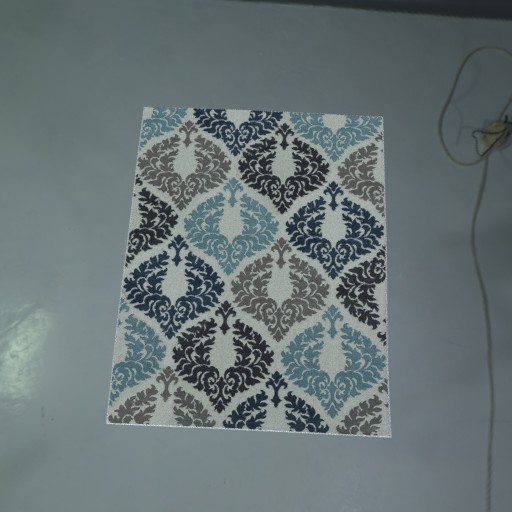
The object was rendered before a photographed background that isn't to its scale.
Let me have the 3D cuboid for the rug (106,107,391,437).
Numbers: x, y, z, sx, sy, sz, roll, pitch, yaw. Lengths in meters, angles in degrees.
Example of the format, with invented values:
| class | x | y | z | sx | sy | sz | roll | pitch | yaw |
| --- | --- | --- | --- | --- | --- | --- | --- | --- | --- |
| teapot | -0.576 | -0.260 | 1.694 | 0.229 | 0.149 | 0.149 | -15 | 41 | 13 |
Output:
| class | x | y | z | sx | sy | sz | roll | pitch | yaw |
| --- | --- | --- | --- | --- | --- | --- | --- | --- | --- |
| rug | 0.000 | 0.000 | 4.109 | 2.423 | 0.014 | 3.040 | 2 | 76 | 1 |
